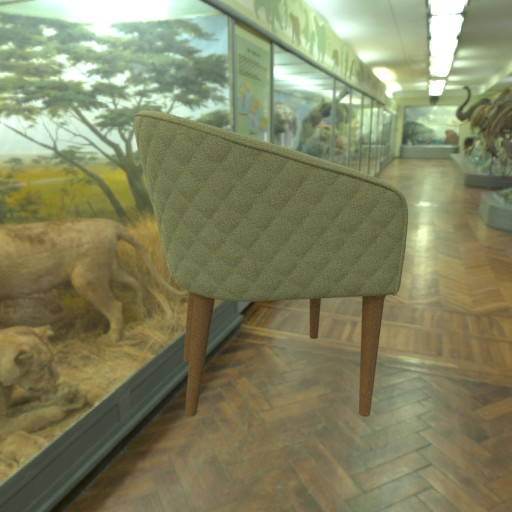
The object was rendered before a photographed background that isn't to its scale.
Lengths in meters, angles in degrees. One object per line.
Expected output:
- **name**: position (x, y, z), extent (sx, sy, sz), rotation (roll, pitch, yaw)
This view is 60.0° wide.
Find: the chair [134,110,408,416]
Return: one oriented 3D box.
- **chair**: position (0.000, 0.000, 1.254), extent (0.616, 0.775, 0.584), rotation (-3, 16, -9)
